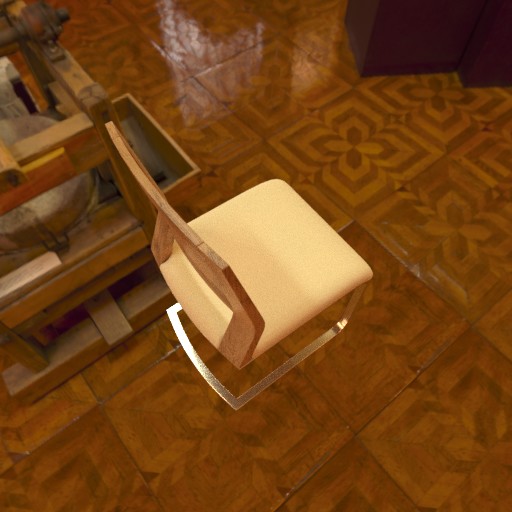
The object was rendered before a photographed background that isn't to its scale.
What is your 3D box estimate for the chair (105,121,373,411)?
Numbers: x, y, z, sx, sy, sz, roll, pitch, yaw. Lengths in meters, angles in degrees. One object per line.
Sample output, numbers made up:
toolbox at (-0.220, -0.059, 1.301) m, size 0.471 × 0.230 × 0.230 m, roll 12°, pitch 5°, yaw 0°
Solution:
chair at (0.000, 0.000, 1.263) m, size 0.561 × 0.955 × 0.457 m, roll -32°, pitch 65°, yaw -18°
